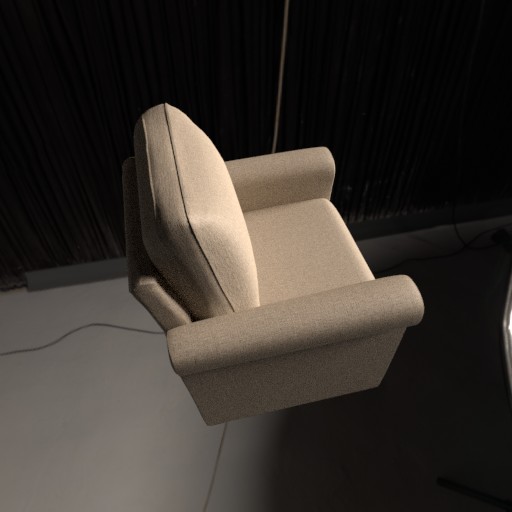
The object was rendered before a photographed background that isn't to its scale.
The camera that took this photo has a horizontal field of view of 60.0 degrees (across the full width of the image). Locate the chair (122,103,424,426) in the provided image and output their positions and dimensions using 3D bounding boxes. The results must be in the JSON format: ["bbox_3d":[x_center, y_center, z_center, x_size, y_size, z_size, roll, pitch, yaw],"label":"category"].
[{"bbox_3d":[0.000,0.000,2.295,1.180,1.349,1.275,-10,47,-9],"label":"chair"}]
